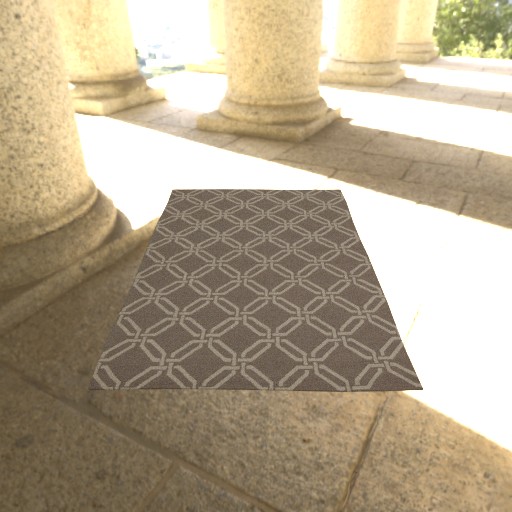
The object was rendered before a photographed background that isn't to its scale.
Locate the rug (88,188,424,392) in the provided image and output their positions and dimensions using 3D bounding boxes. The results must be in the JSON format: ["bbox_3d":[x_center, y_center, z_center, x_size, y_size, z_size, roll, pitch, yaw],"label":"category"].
[{"bbox_3d":[0.000,0.000,2.231,1.142,0.010,1.748,0,31,0],"label":"rug"}]
